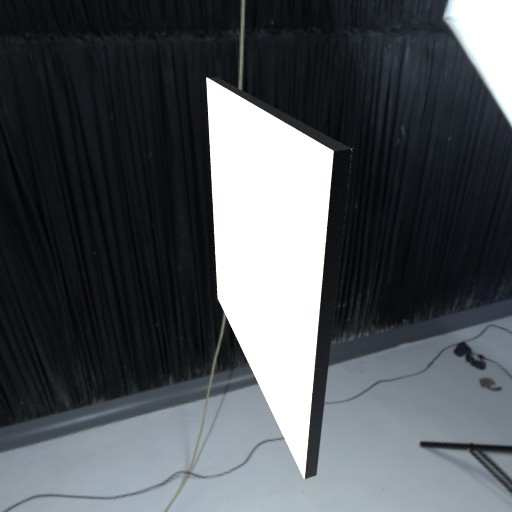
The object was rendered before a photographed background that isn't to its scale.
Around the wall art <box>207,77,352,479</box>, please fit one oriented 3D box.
[{"bbox_3d":[0.000,0.000,1.160,0.031,0.775,0.773,-10,31,-17],"label":"wall art"}]
